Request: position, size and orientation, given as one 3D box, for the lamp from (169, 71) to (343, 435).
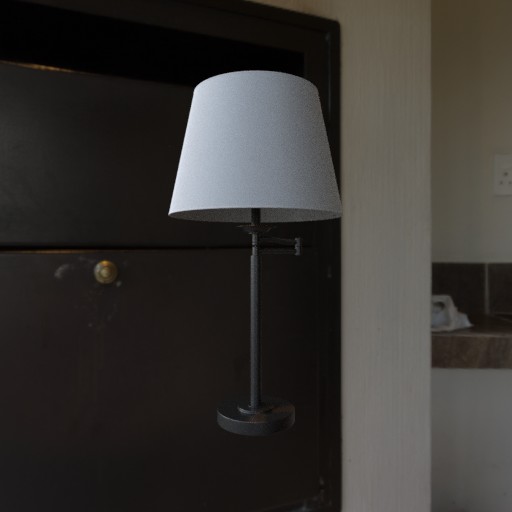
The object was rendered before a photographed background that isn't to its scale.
[{"bbox_3d":[0.000,0.000,0.938,0.363,0.696,0.363,0,0,0],"label":"lamp"}]
